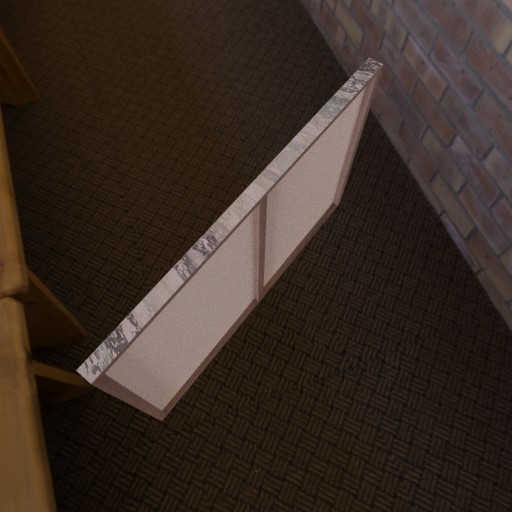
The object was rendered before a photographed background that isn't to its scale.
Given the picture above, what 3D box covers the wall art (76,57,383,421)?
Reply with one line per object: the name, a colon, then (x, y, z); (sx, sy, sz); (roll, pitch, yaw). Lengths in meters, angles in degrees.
wall art: (0.000, 0.000, 1.149); (0.038, 0.598, 0.919); (35, 69, 15)
